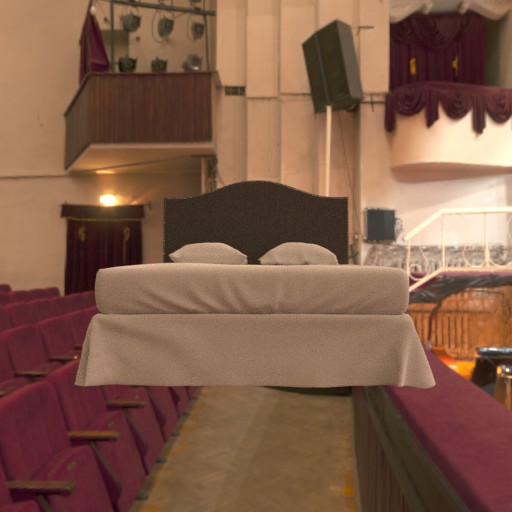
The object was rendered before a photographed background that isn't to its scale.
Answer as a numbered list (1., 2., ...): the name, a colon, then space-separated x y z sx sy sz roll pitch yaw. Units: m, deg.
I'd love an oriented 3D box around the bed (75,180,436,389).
1. bed: 0.000 0.000 3.736 2.314 1.651 2.219 0 -1 1
